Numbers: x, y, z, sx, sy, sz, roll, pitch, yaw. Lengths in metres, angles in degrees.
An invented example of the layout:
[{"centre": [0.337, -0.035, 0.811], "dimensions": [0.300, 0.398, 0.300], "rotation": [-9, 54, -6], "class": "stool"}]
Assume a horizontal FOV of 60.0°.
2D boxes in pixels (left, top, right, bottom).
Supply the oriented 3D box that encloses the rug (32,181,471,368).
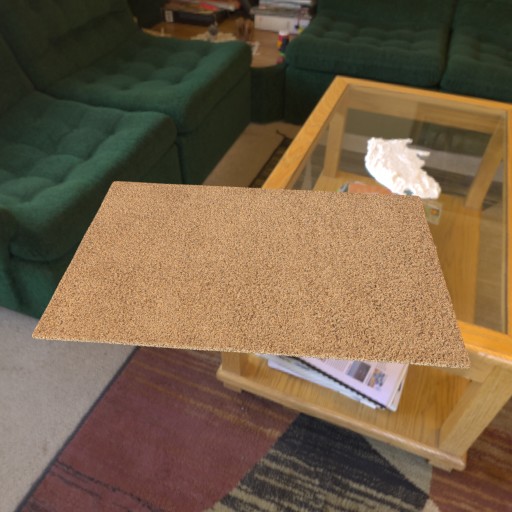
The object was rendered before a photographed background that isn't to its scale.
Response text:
[{"centre": [0.000, 0.000, 2.984], "dimensions": [2.438, 0.030, 1.524], "rotation": [3, 45, 3], "class": "rug"}]
